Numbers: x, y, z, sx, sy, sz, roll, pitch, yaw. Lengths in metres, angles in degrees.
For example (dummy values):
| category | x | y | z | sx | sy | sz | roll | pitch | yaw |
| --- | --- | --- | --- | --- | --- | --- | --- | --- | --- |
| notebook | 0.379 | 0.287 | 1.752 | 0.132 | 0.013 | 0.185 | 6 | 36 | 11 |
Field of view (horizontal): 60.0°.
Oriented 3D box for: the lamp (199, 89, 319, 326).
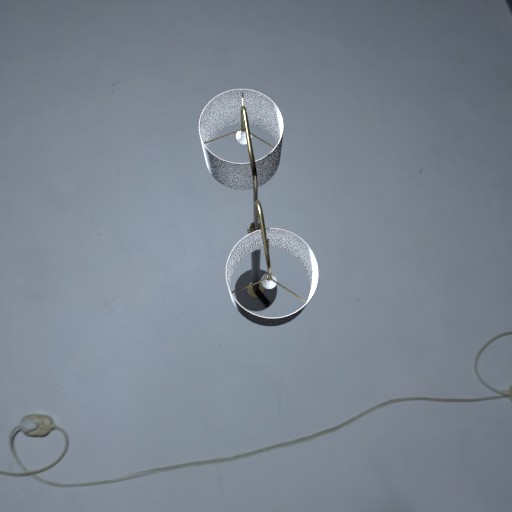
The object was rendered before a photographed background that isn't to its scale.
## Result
| category | x | y | z | sx | sy | sz | roll | pitch | yaw |
| --- | --- | --- | --- | --- | --- | --- | --- | --- | --- |
| lamp | 0.000 | 0.000 | 1.902 | 0.254 | 1.587 | 0.711 | -11 | 75 | -3 |
